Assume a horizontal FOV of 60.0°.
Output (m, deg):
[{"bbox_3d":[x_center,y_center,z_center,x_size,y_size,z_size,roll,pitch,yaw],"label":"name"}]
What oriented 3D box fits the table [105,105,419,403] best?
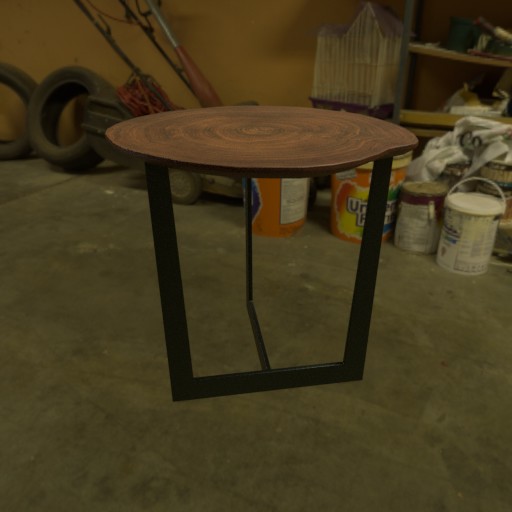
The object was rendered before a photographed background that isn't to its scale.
[{"bbox_3d":[0.000,0.000,0.841,0.477,0.476,0.494,-9,28,-17],"label":"table"}]
